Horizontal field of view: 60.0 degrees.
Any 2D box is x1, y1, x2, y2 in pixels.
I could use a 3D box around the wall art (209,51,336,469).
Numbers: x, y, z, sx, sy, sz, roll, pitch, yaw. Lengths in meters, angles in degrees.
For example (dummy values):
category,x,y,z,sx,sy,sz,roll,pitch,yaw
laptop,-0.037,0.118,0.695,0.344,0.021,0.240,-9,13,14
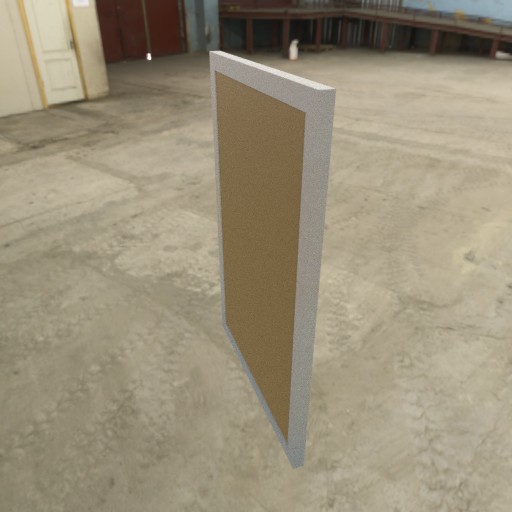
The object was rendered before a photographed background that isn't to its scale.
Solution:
category,x,y,z,sx,sy,sz,roll,pitch,yaw
wall art,0.000,0.000,1.434,0.038,1.143,0.764,-11,32,-18
